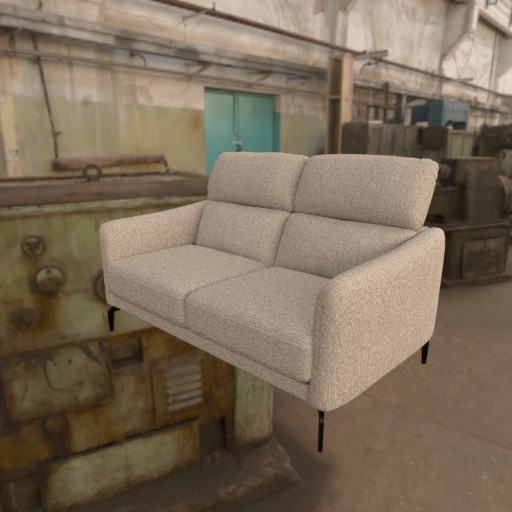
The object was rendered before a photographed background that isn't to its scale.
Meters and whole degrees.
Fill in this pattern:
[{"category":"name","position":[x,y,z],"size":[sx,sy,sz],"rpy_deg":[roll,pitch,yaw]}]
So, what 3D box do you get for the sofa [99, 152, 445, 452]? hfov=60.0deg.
[{"category":"sofa","position":[0.000,0.000,2.138],"size":[1.540,0.950,0.905],"rpy_deg":[14,20,42]}]
